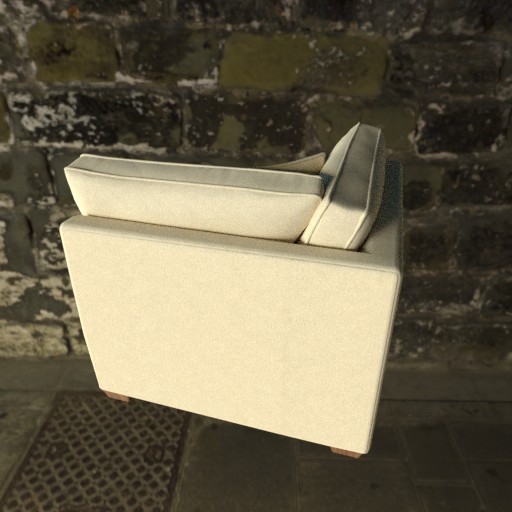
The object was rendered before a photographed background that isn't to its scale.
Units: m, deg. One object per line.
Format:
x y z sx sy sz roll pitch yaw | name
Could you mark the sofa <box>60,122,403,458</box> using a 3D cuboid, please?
0.000 0.000 1.943 1.146 1.002 1.084 8 30 14 | sofa
